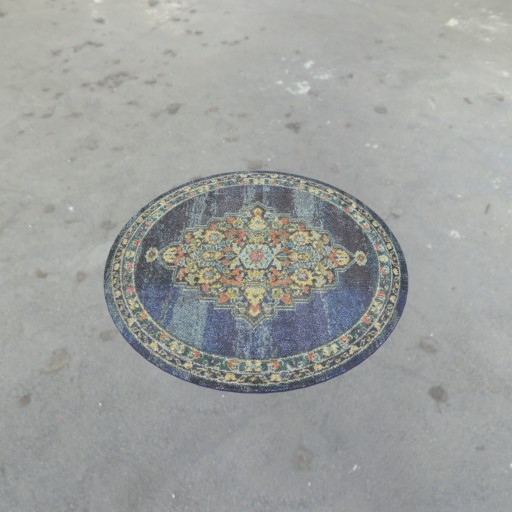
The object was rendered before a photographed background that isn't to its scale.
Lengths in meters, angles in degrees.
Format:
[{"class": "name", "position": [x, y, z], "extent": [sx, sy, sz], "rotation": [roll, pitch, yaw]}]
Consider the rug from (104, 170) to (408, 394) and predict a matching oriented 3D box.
[{"class": "rug", "position": [0.000, 0.000, 3.568], "extent": [2.386, 0.014, 2.386], "rotation": [0, 45, 0]}]
